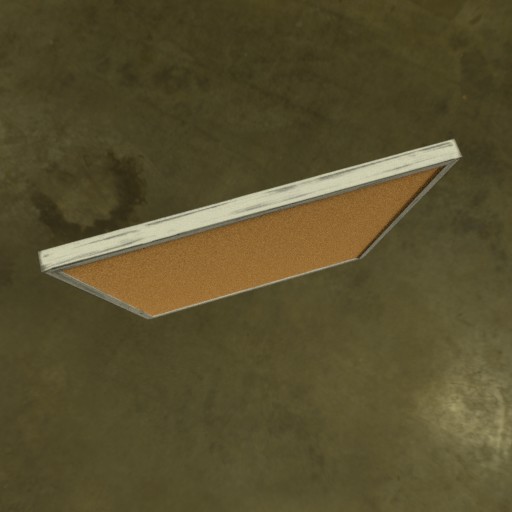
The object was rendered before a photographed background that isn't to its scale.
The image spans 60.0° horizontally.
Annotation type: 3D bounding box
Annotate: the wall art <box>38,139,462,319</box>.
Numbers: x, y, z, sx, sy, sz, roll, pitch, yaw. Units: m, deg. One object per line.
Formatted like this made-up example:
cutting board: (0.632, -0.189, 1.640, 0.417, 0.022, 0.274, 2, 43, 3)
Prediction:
wall art: (0.000, 0.000, 1.143, 0.761, 0.761, 0.037, -16, 76, -4)
